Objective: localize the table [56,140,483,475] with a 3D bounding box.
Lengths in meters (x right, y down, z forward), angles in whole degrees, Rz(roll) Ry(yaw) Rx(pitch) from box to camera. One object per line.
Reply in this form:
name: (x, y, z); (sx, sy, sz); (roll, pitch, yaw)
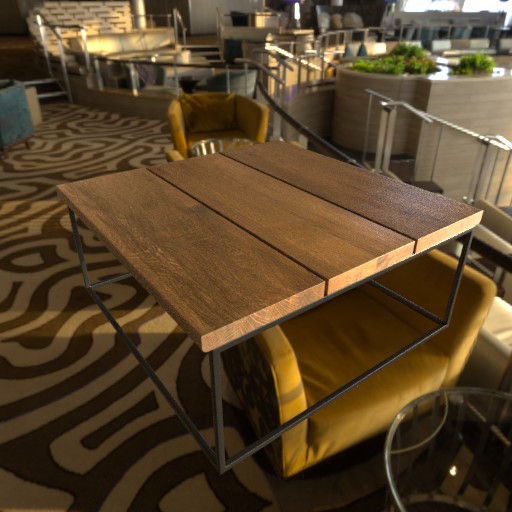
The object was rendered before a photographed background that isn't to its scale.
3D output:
table: (0.000, 0.000, 1.407); (0.900, 0.400, 0.900); (-20, 35, -31)
